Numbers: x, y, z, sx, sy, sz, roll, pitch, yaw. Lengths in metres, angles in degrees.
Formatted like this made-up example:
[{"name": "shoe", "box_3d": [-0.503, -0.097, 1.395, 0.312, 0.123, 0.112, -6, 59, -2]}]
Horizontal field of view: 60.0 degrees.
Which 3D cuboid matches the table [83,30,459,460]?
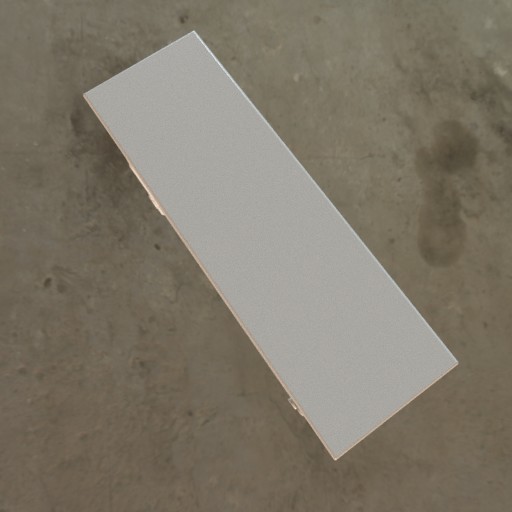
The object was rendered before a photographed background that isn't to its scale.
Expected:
[{"name": "table", "box_3d": [0.000, 0.000, 1.570, 0.386, 0.814, 1.191, -34, 78, -8]}]
